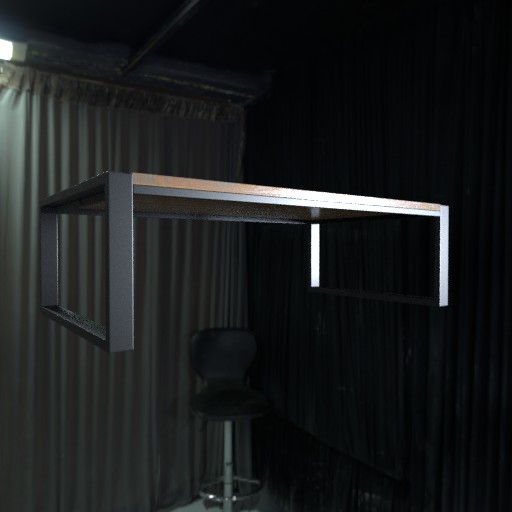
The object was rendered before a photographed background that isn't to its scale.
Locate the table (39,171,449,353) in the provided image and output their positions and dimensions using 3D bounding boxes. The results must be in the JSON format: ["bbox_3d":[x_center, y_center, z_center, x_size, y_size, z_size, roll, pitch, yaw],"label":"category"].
[{"bbox_3d":[0.000,0.000,1.667,1.350,0.400,0.750,-1,1,-36],"label":"table"}]
